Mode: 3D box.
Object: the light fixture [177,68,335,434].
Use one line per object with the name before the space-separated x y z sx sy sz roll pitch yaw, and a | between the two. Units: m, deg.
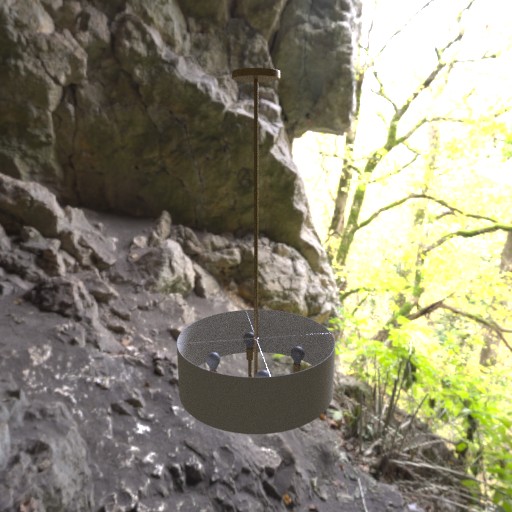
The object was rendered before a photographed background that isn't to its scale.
light fixture | 0.000 0.000 1.375 0.508 1.067 0.508 0 14 0
